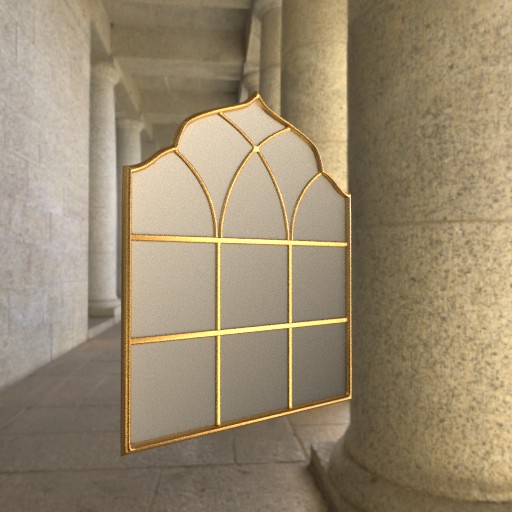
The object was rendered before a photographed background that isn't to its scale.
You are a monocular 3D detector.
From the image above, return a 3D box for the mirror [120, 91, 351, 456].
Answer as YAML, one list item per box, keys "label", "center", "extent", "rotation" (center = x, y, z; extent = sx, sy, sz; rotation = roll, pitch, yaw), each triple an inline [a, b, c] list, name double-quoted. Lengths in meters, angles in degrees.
- label: "mirror"
  center: [0.000, 0.000, 0.846]
  extent: [0.513, 0.635, 0.018]
  rotation: [1, -1, -34]
